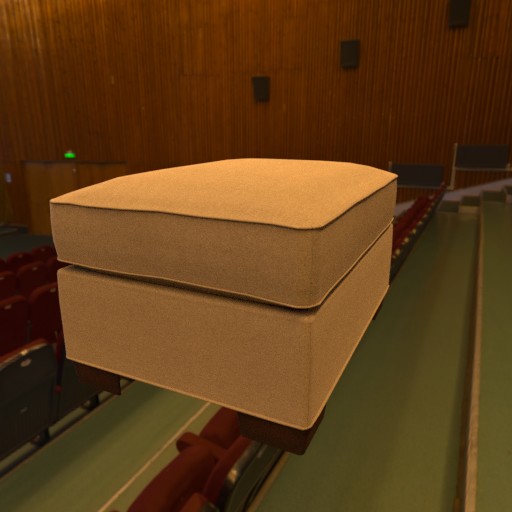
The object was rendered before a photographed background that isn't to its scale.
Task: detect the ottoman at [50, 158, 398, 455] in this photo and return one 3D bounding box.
[{"bbox_3d":[0.000,0.000,1.233,0.617,0.503,0.846,8,18,25],"label":"ottoman"}]
